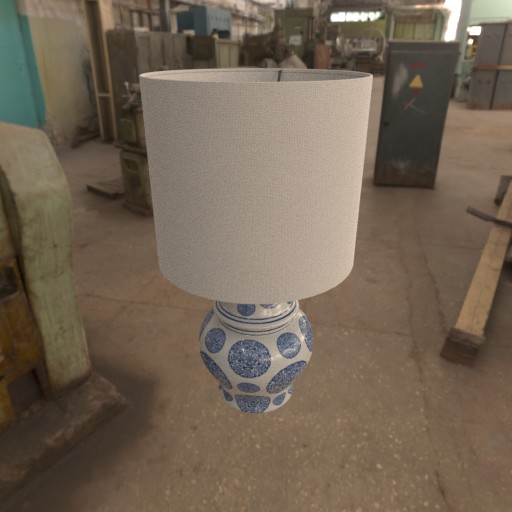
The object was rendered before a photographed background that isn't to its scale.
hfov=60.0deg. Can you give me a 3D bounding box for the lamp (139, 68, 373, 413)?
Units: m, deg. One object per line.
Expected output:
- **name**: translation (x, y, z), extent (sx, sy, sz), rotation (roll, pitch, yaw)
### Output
- **lamp**: translation (0.000, 0.000, 0.500), extent (0.215, 0.381, 0.215), rotation (7, 26, 15)
